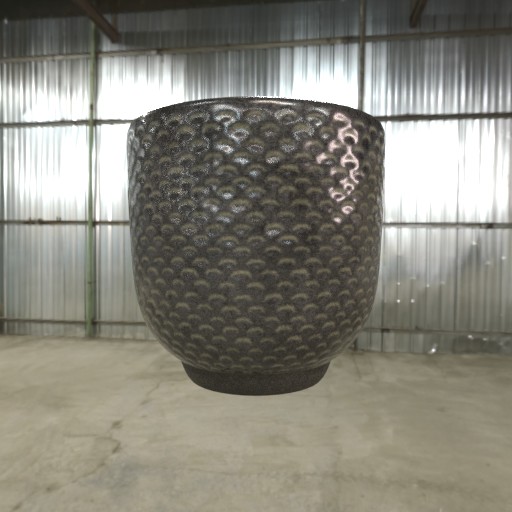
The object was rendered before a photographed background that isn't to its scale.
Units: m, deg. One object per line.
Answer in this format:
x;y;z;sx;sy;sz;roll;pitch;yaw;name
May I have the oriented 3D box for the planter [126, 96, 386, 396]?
0.000;0.000;0.353;0.197;0.191;0.197;0;2;0;planter
